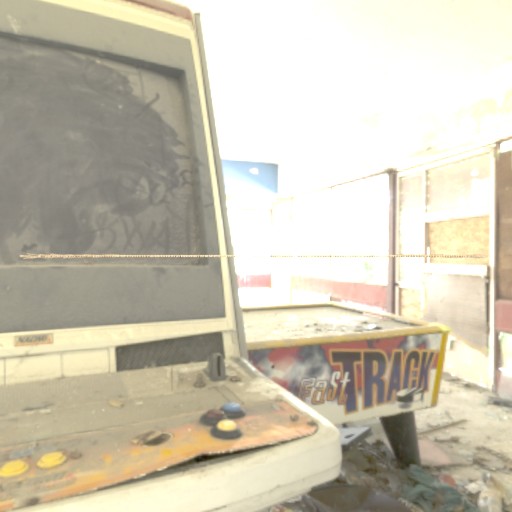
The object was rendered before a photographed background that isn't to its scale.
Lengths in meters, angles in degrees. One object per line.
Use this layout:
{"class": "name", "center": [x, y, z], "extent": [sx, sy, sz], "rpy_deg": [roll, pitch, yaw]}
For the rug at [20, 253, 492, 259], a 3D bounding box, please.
{"class": "rug", "center": [0.000, 0.000, 2.477], "extent": [2.021, 0.027, 1.224], "rpy_deg": [0, 0, 0]}
